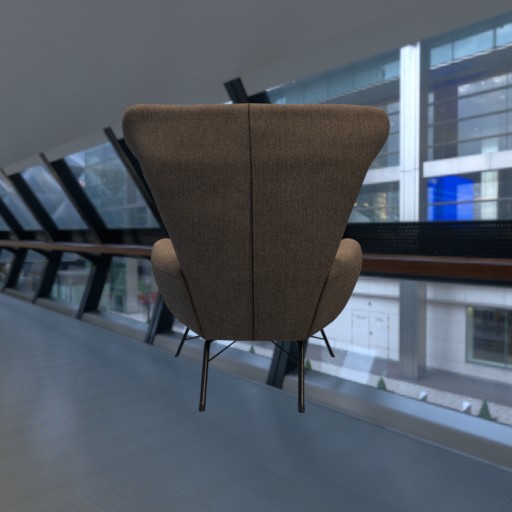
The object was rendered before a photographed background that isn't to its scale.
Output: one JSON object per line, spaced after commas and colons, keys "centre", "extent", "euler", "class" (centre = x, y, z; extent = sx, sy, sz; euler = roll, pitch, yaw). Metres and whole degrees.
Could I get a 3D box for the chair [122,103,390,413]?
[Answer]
{"centre": [0.000, 0.000, 1.796], "extent": [0.980, 1.040, 0.900], "euler": [0, 1, 1], "class": "chair"}
